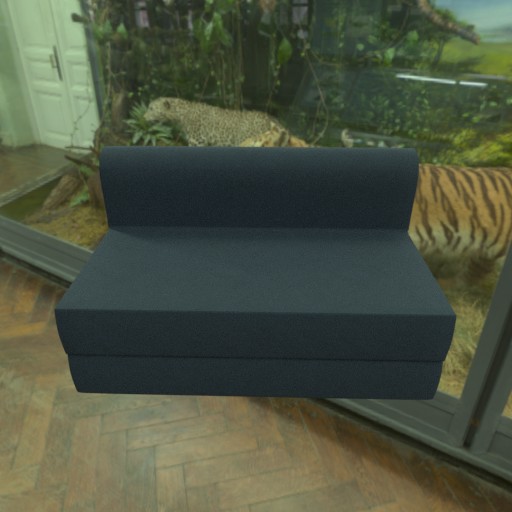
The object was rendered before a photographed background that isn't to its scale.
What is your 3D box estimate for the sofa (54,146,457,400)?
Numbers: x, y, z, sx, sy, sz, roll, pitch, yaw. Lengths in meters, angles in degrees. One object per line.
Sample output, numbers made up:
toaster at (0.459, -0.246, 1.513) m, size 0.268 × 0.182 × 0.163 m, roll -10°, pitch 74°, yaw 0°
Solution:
sofa at (0.000, 0.000, 1.645) m, size 1.219 × 0.660 × 0.762 m, roll 1°, pitch 30°, yaw 1°
